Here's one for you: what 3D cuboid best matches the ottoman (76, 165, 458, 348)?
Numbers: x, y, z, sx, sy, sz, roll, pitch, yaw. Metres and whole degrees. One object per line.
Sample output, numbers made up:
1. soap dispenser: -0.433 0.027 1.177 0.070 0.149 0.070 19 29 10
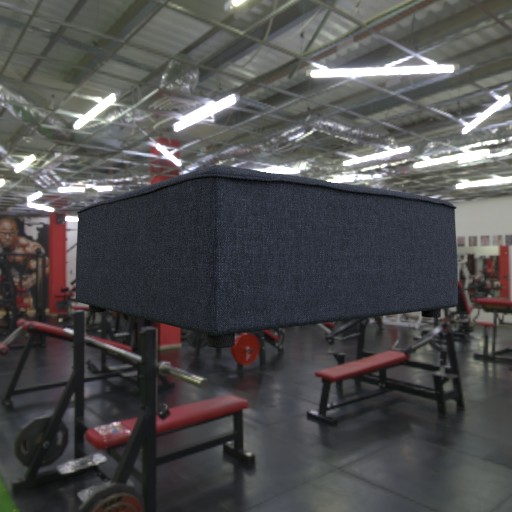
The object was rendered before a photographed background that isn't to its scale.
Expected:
1. ottoman: 0.000 0.000 1.617 1.017 0.423 1.023 1 -1 -37
